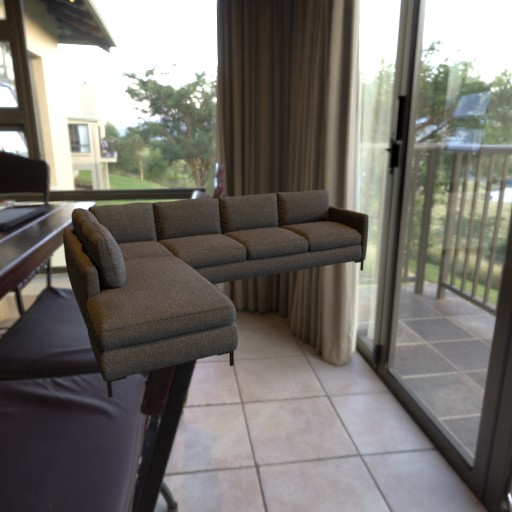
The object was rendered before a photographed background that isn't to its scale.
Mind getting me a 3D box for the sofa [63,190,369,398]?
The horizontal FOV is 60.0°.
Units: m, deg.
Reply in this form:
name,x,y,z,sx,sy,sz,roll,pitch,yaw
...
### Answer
name,x,y,z,sx,sy,sz,roll,pitch,yaw
sofa,0.000,0.000,3.849,2.949,0.815,2.007,-8,18,-27
